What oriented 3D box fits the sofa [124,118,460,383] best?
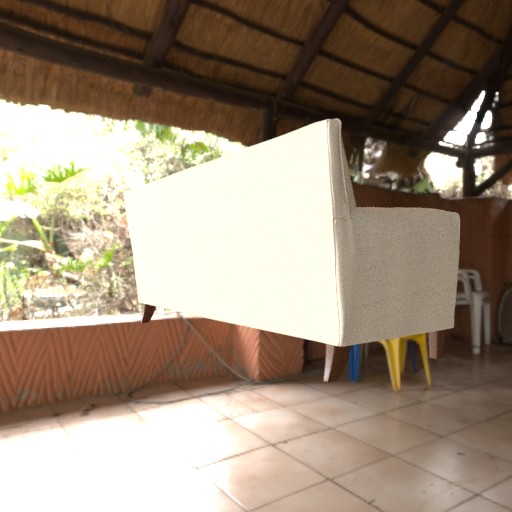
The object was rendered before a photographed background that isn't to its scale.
[{"bbox_3d":[0.000,0.000,2.479,0.841,0.907,2.001,0,0,-35],"label":"sofa"}]
